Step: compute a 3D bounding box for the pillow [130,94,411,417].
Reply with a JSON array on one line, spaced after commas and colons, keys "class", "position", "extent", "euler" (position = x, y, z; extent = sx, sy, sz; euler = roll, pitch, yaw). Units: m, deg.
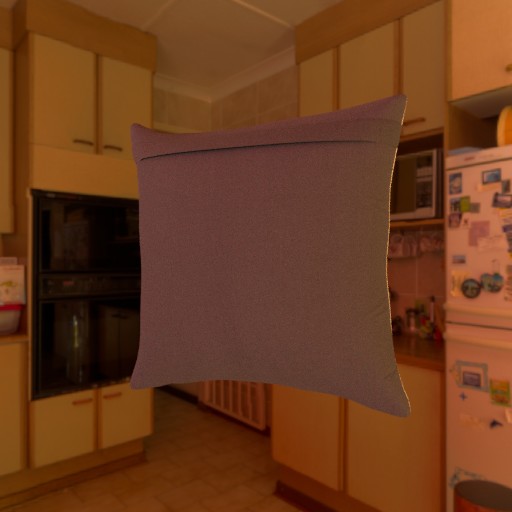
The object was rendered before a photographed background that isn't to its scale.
[{"class": "pillow", "position": [0.000, 0.000, 0.616], "extent": [0.405, 0.406, 0.173], "euler": [0, 0, 18]}]
